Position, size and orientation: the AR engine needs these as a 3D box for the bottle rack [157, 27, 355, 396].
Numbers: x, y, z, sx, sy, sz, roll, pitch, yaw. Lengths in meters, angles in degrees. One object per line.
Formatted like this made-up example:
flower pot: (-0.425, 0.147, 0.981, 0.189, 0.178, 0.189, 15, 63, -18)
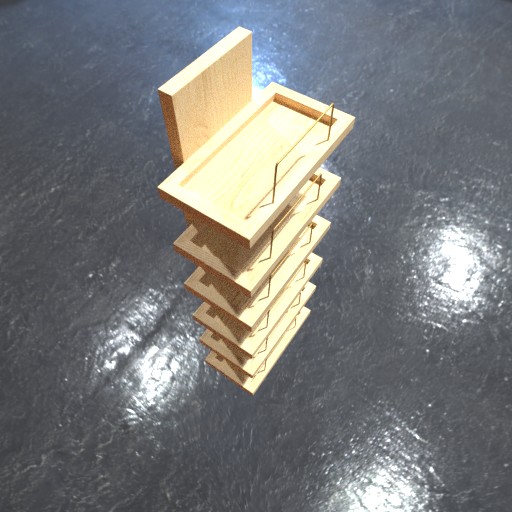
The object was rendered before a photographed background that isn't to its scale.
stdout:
bottle rack: (0.000, 0.000, 1.043, 0.206, 0.943, 0.330, 30, 62, 18)
